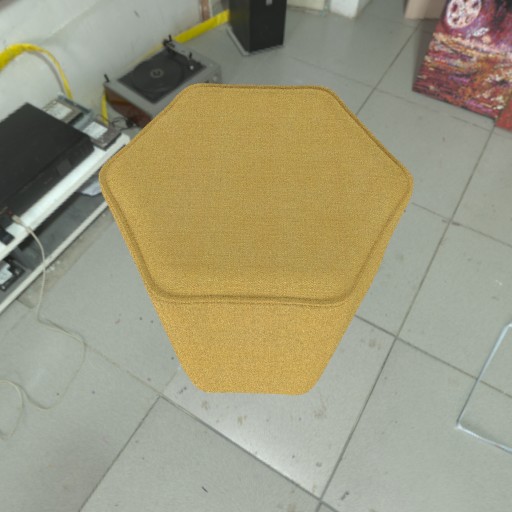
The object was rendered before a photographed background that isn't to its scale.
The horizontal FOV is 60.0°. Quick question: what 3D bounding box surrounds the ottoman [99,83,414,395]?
[{"bbox_3d":[0.000,0.000,0.888,0.494,0.502,0.443,1,59,1],"label":"ottoman"}]
